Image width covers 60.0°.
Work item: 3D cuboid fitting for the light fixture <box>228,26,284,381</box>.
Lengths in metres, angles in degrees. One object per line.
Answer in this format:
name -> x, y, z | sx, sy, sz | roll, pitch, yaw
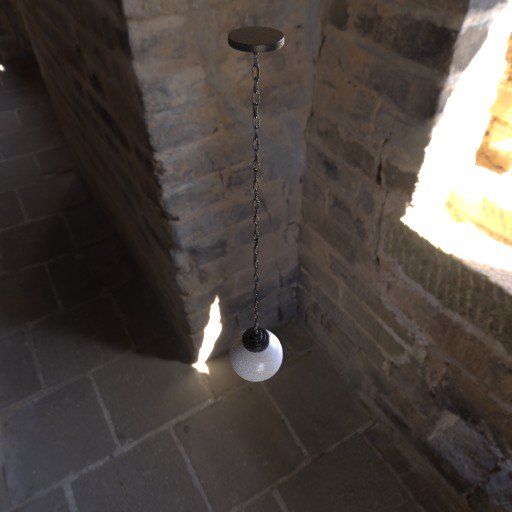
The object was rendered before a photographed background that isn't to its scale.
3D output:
light fixture -> 0.000, 0.000, 1.996 | 0.304, 1.867, 0.305 | 8, 45, 9
